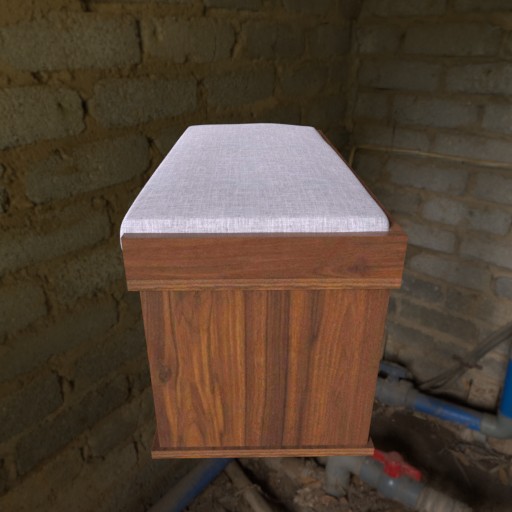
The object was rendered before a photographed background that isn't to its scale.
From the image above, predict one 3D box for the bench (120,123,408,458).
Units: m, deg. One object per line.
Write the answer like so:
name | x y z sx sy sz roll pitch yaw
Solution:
bench | 0.000 0.000 0.957 0.362 0.461 0.734 0 26 -1
